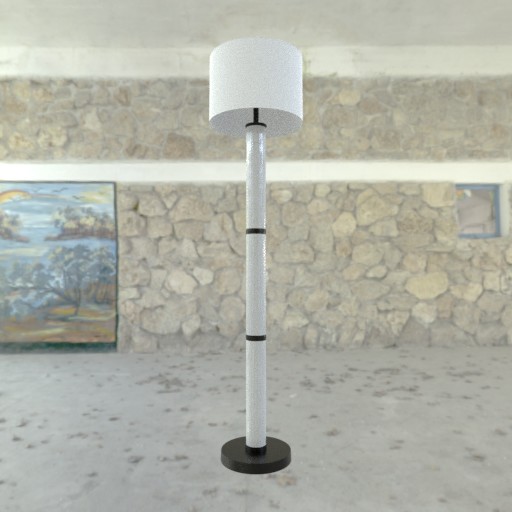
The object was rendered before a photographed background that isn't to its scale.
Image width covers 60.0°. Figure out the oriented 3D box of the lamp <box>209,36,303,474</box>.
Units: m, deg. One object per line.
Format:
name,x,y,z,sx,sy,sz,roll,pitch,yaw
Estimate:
lamp,0.000,0.000,1.777,0.377,1.599,0.377,0,-2,0
